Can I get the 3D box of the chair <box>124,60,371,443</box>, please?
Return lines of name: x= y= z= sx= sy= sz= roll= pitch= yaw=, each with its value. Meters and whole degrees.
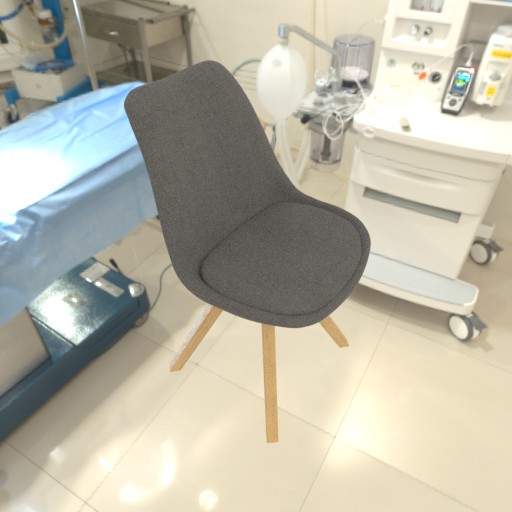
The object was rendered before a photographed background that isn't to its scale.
chair: x=0.000 y=0.000 z=1.192 sx=0.550 sy=0.850 sz=0.485 roll=27 pitch=48 yaw=27
